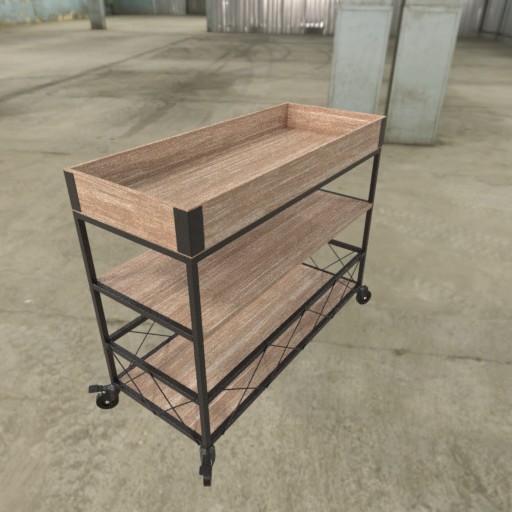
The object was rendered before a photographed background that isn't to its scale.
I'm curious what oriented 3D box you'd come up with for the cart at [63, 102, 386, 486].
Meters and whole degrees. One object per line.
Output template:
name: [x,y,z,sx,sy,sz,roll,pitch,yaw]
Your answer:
cart: [0.000,0.000,1.466,0.500,0.787,1.101,20,36,31]
